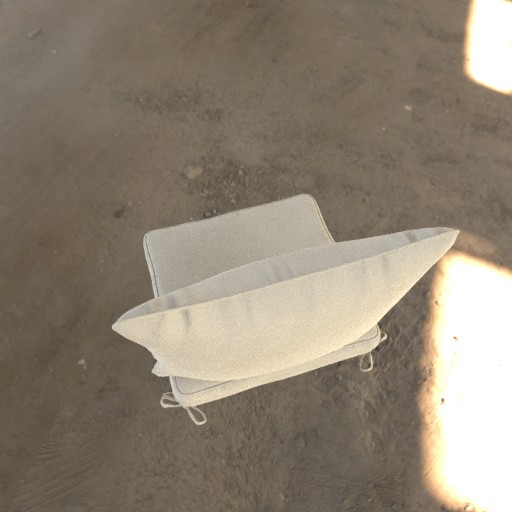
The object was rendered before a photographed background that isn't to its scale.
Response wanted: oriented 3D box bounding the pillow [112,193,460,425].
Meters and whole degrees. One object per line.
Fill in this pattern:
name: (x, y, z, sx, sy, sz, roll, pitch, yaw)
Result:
pillow: (0.000, 0.000, 1.349, 0.798, 0.716, 0.733, -15, 59, -9)
